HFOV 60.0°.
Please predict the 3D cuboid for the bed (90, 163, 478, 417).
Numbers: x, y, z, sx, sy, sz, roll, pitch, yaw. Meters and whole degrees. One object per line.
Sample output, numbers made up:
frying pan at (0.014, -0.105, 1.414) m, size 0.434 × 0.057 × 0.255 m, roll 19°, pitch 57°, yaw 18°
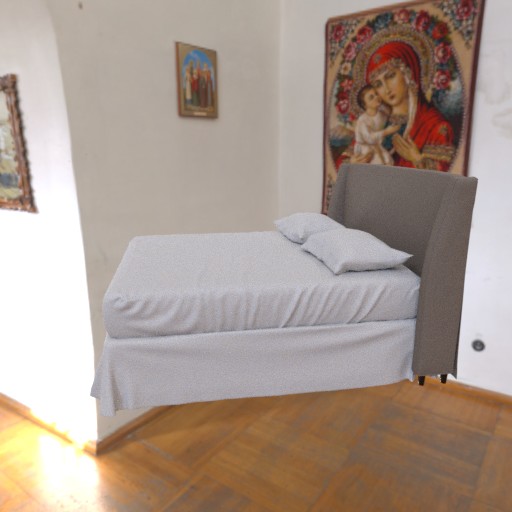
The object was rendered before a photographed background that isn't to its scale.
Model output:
bed at (0.000, 0.000, 3.392) m, size 2.276 × 1.332 × 1.925 m, roll -2°, pitch 14°, yaw -9°
